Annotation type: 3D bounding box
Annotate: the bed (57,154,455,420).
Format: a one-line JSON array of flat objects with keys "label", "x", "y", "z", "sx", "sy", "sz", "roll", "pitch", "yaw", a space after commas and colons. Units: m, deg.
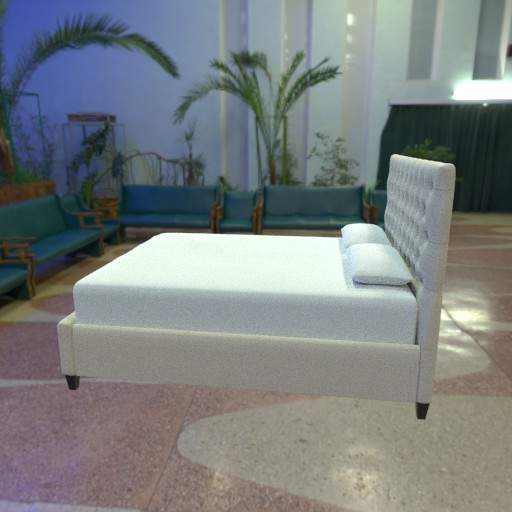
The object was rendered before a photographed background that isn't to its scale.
[{"label": "bed", "x": 0.000, "y": 0.000, "z": 3.271, "sx": 2.233, "sy": 1.426, "sz": 1.696, "roll": 2, "pitch": 15, "yaw": 8}]
